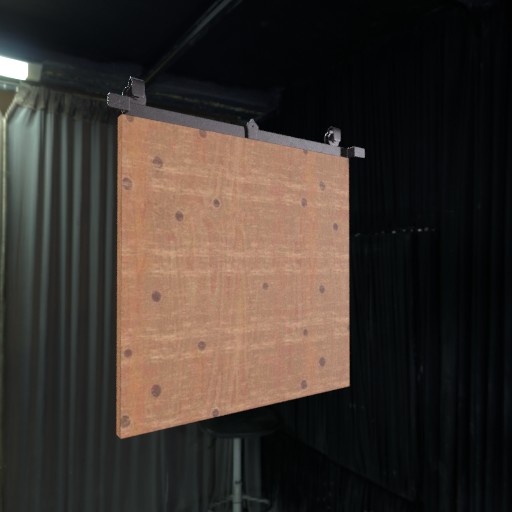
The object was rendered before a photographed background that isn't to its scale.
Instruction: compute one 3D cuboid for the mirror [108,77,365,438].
[{"bbox_3d":[0.000,0.000,1.190,0.805,0.800,0.054,1,-1,-35],"label":"mirror"}]
